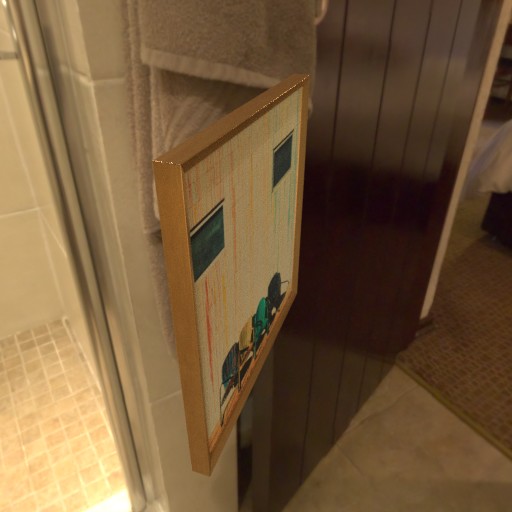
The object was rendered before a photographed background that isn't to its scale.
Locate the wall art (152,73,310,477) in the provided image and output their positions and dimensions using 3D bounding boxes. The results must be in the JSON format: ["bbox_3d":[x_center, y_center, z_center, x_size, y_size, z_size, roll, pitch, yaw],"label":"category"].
[{"bbox_3d":[0.000,0.000,0.454,0.019,0.302,0.302,11,33,17],"label":"wall art"}]
